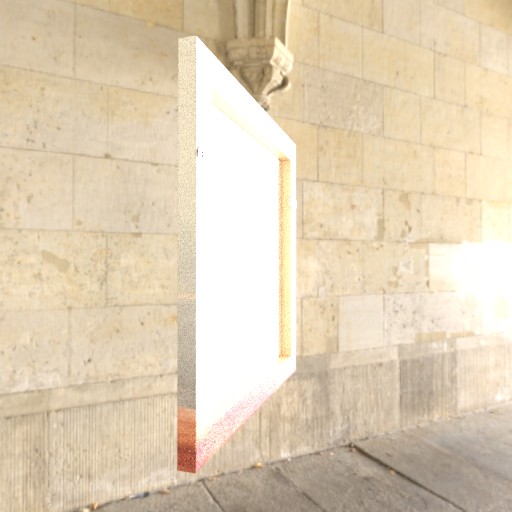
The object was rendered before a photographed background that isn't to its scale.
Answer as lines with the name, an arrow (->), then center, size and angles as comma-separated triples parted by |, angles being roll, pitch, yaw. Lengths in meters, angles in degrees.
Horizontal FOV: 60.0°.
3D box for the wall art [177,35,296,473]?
wall art -> 0.000, 0.000, 1.134 | 0.042, 0.760, 0.760 | 0, -1, 18
